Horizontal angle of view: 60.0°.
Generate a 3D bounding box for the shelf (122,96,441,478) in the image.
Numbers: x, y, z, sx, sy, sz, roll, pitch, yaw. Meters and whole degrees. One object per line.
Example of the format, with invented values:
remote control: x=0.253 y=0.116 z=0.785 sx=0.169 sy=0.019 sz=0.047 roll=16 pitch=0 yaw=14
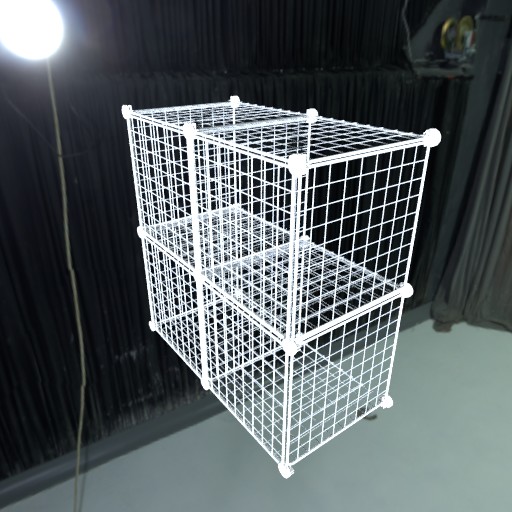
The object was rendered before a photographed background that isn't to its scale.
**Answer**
shelf: x=0.000 y=0.000 z=1.162 sx=0.356 sy=0.711 sz=0.711 roll=-18 pitch=31 yaw=-32
